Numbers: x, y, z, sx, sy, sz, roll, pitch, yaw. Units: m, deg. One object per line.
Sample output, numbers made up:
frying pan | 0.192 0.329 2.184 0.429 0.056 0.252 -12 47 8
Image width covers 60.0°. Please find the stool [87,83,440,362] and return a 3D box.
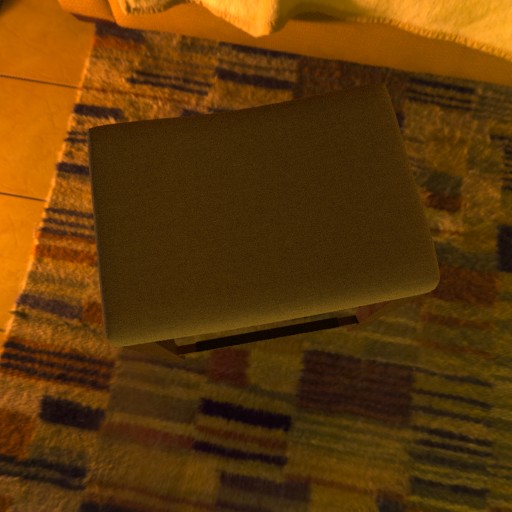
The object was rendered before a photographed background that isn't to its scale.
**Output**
stool | 0.000 0.000 0.950 0.508 0.660 0.356 -10 76 -2
